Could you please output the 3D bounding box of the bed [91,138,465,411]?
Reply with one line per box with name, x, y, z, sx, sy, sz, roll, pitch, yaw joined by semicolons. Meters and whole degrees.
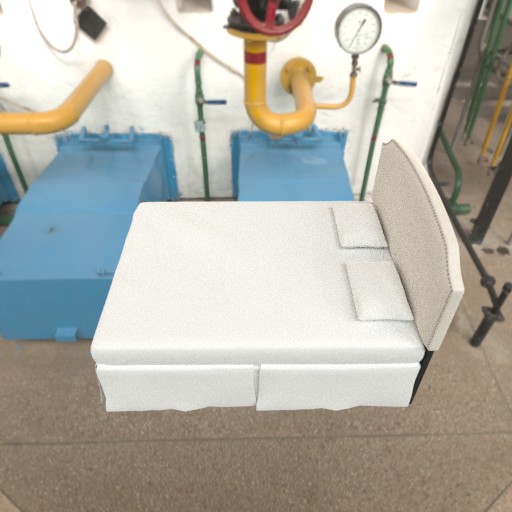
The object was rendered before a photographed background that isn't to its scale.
bed;0.000;0.000;2.975;1.999;1.270;1.558;0;41;0
